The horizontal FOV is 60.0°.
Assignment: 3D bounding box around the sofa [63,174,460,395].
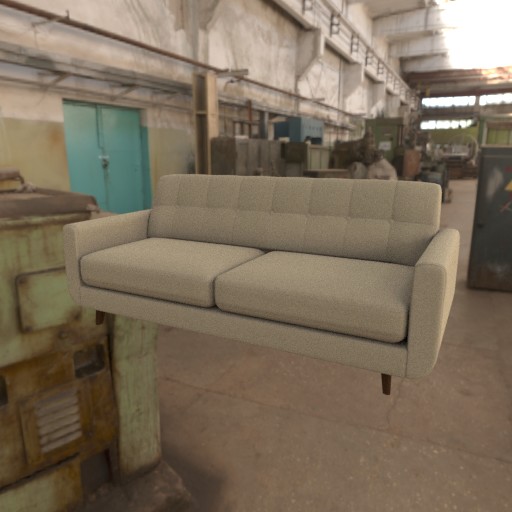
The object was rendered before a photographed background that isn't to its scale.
[{"bbox_3d":[0.000,0.000,2.616,2.137,0.892,0.980,7,15,27],"label":"sofa"}]
